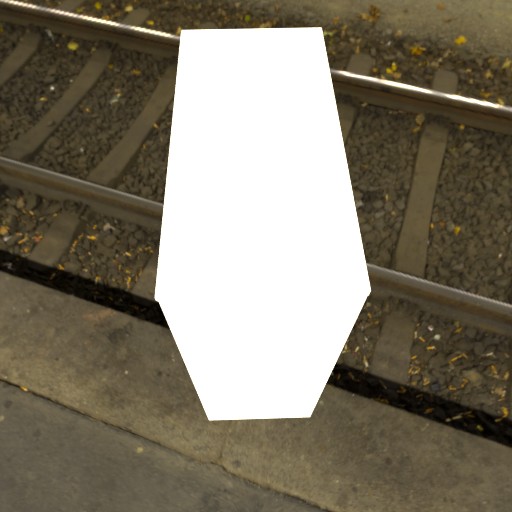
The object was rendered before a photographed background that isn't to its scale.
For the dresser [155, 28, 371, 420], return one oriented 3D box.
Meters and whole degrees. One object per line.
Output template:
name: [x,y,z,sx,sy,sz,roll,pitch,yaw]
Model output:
dresser: [0.000,0.000,1.429,0.380,1.040,0.800,-1,58,-1]
